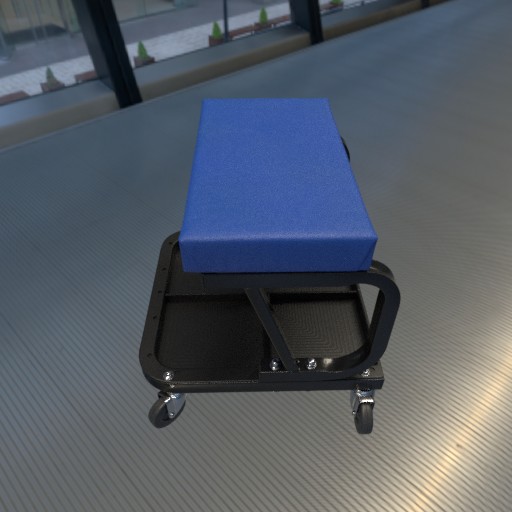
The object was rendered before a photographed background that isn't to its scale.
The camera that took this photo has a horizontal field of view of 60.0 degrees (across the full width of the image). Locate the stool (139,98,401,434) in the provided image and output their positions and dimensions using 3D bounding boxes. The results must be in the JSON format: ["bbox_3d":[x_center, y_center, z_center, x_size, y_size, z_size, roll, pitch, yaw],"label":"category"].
[{"bbox_3d":[0.000,0.000,0.724,0.371,0.380,0.446,-1,42,-1],"label":"stool"}]
